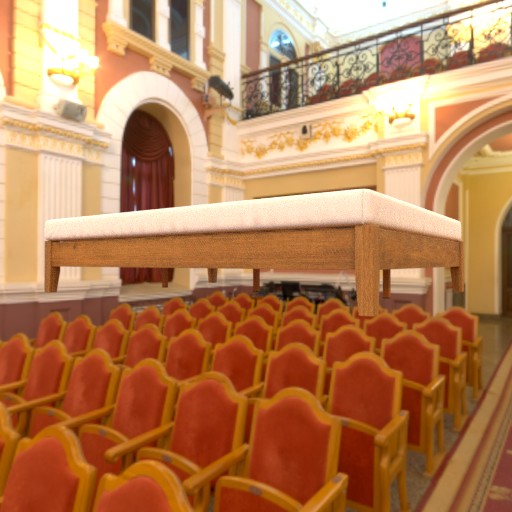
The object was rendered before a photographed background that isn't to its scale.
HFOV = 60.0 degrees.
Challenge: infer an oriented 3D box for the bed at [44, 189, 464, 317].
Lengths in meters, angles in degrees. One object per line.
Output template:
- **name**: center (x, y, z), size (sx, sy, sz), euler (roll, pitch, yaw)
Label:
- **bed**: center (0.000, 0.000, 2.658), size (2.016, 0.431, 1.536), euler (-1, -1, 35)
